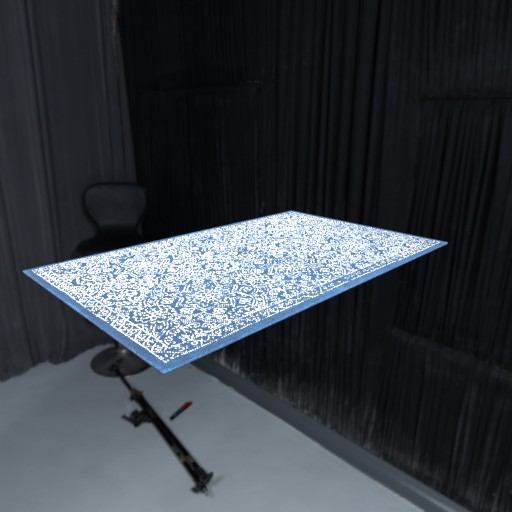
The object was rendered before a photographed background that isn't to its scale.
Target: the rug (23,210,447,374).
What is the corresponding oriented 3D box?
[{"bbox_3d":[0.000,0.000,2.958,2.441,0.015,1.526,-17,24,-42],"label":"rug"}]
